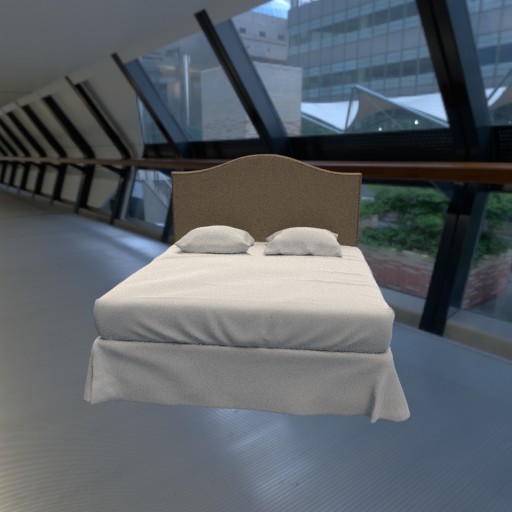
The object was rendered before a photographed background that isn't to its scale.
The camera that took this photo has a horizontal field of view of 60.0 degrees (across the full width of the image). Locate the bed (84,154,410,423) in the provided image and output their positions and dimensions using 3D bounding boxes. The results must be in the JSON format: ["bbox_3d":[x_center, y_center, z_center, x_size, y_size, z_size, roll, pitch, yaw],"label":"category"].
[{"bbox_3d":[0.000,0.000,3.769,2.311,1.651,2.222,2,14,7],"label":"bed"}]
